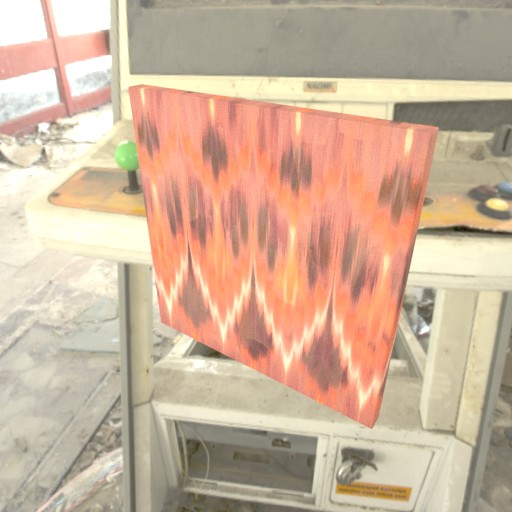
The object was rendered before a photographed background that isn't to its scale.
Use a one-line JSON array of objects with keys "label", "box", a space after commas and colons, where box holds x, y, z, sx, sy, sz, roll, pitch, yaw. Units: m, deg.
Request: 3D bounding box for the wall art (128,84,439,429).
[{"label": "wall art", "box": [0.000, 0.000, 0.915, 0.603, 0.609, 0.037, 19, 36, 29]}]
